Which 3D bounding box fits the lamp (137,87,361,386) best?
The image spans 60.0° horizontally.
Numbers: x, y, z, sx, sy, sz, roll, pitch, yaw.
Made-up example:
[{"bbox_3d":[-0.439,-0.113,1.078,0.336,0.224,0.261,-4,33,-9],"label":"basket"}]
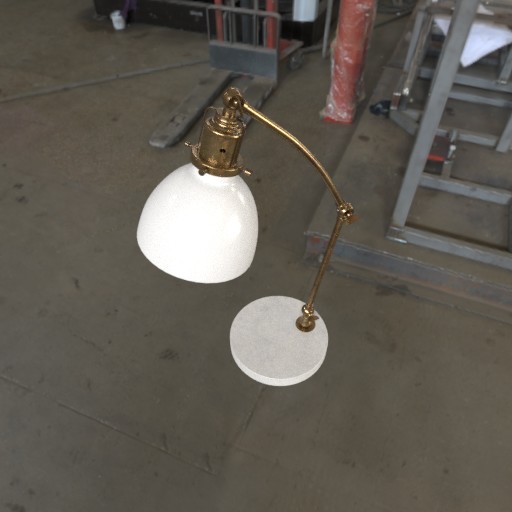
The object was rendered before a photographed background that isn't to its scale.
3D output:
[{"bbox_3d":[0.000,0.000,0.656,0.317,0.522,0.186,-17,49,-16],"label":"lamp"}]
